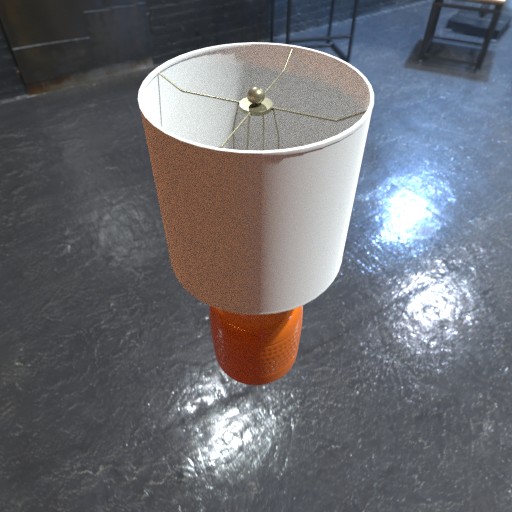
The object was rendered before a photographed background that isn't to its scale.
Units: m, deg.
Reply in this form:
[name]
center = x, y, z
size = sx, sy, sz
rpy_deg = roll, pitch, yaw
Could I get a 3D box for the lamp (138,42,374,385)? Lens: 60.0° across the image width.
[lamp]
center = 0.000, 0.000, 1.108
size = 0.418, 0.871, 0.418
rpy_deg = -22, 50, -20
